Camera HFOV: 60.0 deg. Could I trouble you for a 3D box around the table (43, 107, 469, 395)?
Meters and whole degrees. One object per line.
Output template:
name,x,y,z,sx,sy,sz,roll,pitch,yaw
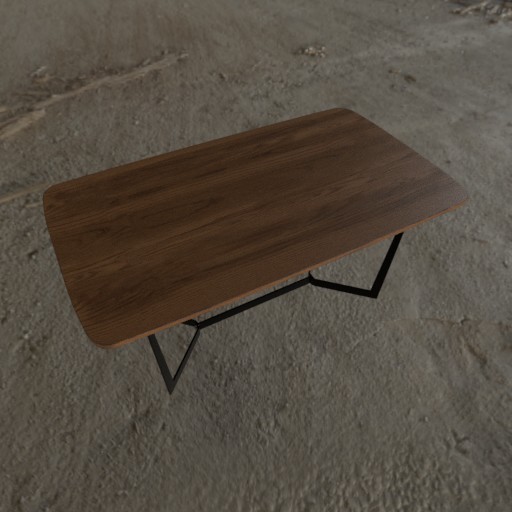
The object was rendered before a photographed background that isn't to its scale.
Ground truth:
table,0.000,0.000,2.152,1.643,0.765,0.949,-21,49,-20
